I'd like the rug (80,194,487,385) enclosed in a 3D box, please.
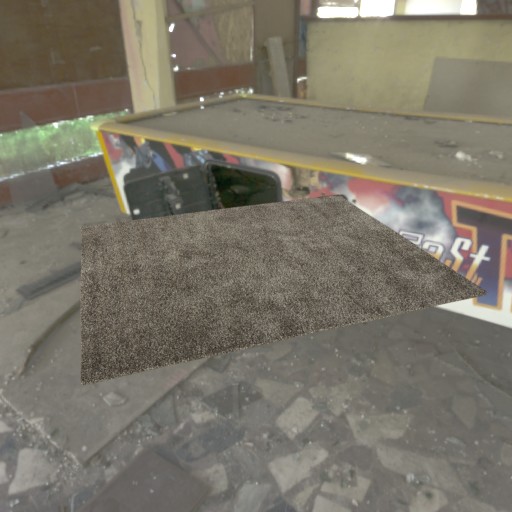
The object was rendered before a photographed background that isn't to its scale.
[{"bbox_3d":[0.000,0.000,4.020,3.000,0.025,2.401,-9,29,-17],"label":"rug"}]
